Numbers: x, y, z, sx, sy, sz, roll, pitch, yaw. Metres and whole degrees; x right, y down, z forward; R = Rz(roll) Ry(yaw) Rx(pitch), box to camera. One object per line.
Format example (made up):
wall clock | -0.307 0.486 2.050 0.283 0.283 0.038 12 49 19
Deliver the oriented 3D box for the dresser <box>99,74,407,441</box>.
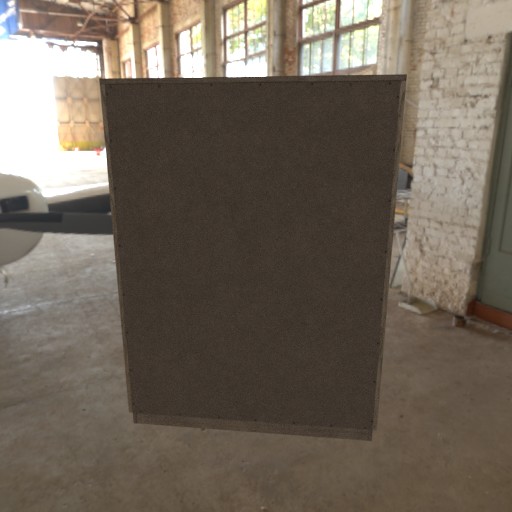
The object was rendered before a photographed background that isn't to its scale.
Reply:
dresser | 0.000 0.000 1.786 0.967 1.295 0.483 2 16 6
